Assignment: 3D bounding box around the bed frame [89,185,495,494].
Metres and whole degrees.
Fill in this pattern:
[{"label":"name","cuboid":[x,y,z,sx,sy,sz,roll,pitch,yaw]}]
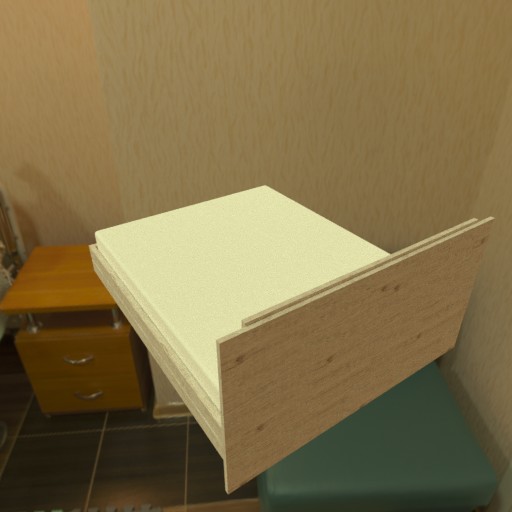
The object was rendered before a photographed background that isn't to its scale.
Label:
[{"label":"bed frame","cuboid":[0.000,0.000,2.984,1.750,0.970,2.080,-20,37,-29]}]
